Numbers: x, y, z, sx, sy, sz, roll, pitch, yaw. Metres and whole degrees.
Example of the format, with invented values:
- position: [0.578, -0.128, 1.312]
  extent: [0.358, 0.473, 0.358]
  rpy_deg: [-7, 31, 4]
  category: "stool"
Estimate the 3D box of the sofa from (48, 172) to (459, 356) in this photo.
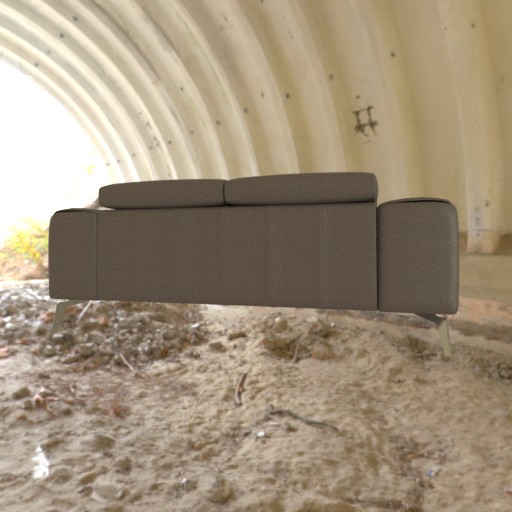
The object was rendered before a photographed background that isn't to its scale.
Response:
- position: [0.000, 0.000, 2.452]
  extent: [1.930, 0.753, 1.024]
  rpy_deg: [0, 1, 17]
  category: "sofa"
